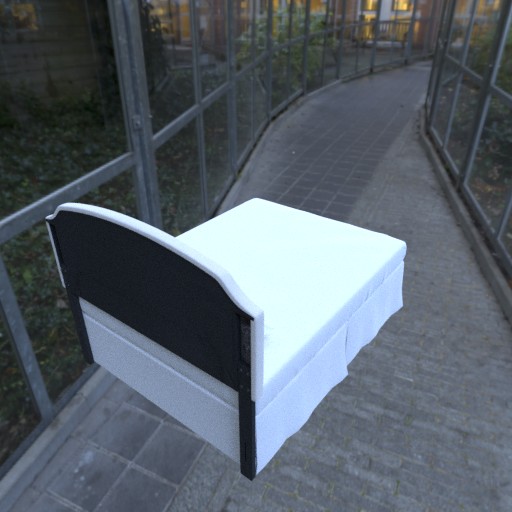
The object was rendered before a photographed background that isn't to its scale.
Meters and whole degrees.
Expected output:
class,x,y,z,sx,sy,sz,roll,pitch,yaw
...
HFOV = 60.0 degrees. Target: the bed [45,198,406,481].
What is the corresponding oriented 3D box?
class,x,y,z,sx,sy,sz,roll,pitch,yaw
bed,0.000,0.000,3.038,1.558,1.270,1.999,21,36,32
